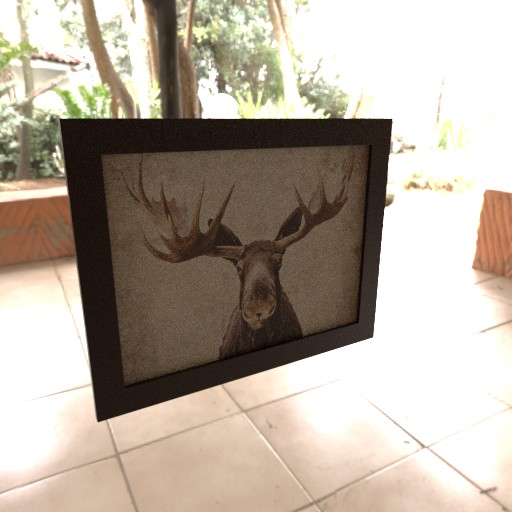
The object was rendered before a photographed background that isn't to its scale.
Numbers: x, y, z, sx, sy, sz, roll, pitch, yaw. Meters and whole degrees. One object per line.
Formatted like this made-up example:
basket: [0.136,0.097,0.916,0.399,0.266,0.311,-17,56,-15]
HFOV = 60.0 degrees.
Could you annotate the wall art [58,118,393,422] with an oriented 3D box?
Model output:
wall art: [0.000,0.000,1.605,1.207,0.952,0.034,-9,20,-28]
